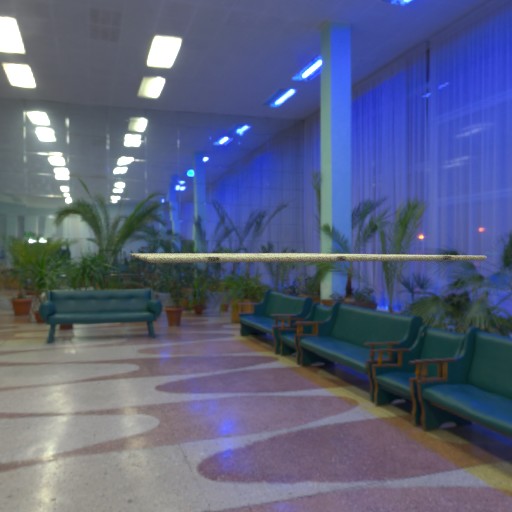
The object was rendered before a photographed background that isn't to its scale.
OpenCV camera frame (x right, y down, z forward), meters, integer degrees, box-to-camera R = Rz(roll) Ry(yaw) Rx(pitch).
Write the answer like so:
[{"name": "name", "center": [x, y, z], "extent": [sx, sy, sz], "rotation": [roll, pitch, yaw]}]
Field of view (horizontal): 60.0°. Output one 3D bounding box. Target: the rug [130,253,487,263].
[{"name": "rug", "center": [0.000, 0.000, 3.426], "extent": [1.801, 0.026, 2.701], "rotation": [0, 1, -18]}]
